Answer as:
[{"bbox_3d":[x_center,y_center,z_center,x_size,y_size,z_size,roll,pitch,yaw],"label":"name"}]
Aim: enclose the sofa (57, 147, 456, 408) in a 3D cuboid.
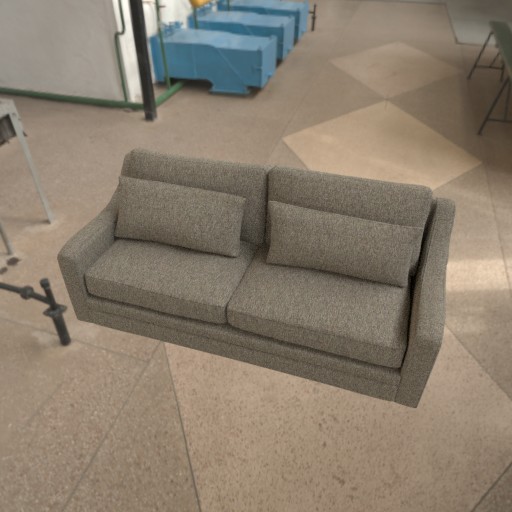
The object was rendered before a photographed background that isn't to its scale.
[{"bbox_3d":[0.000,0.000,2.996,2.418,0.998,1.103,11,41,13],"label":"sofa"}]
